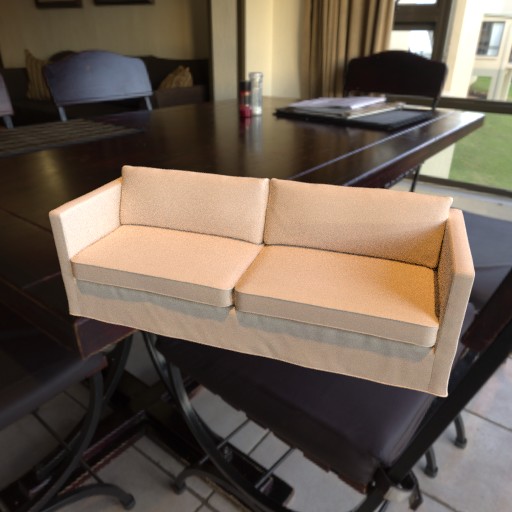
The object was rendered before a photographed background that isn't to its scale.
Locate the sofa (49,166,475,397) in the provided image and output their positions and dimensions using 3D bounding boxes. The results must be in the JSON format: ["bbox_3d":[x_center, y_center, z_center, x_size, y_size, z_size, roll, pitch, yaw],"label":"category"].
[{"bbox_3d":[0.000,0.000,3.252,2.779,0.999,1.036,9,28,17],"label":"sofa"}]
